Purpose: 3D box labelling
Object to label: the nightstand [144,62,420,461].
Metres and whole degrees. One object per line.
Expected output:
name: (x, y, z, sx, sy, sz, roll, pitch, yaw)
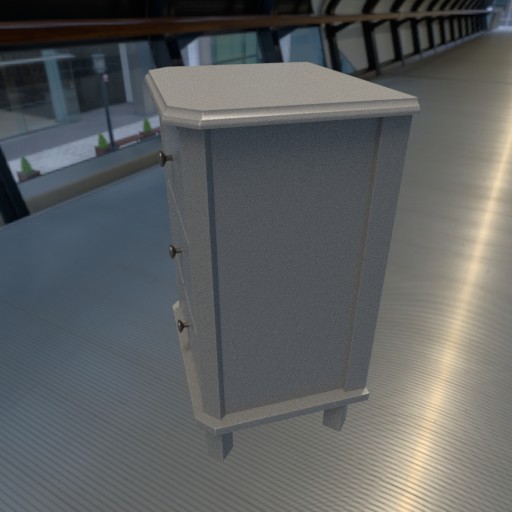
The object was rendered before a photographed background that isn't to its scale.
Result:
nightstand: (0.000, 0.000, 0.912, 0.348, 0.680, 0.435, -8, 31, -14)
